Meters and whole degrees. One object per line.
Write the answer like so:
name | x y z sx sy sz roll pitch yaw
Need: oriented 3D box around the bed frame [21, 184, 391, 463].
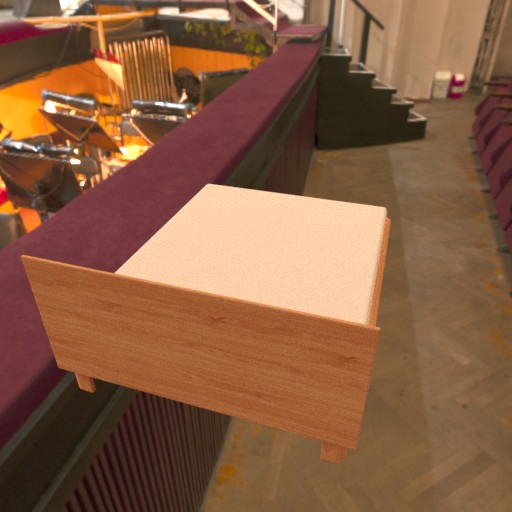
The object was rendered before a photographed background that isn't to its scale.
bed frame | 0.000 0.000 2.969 1.660 0.940 2.092 10 34 15
